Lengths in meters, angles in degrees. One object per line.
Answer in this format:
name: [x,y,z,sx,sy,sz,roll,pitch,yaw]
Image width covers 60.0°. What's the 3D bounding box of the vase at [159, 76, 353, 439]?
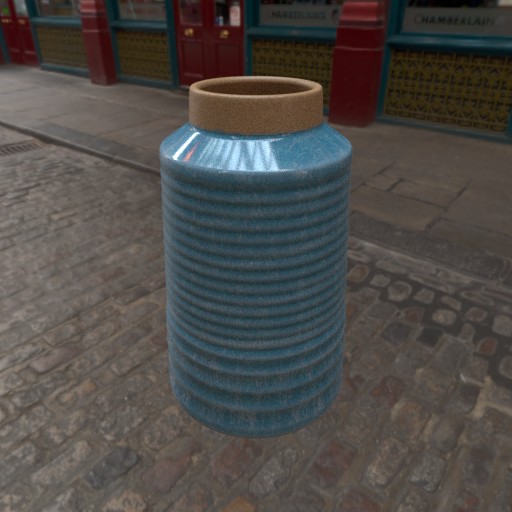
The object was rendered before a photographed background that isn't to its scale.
vase: [0.000,0.000,0.367,0.163,0.267,0.163,0,29,0]
